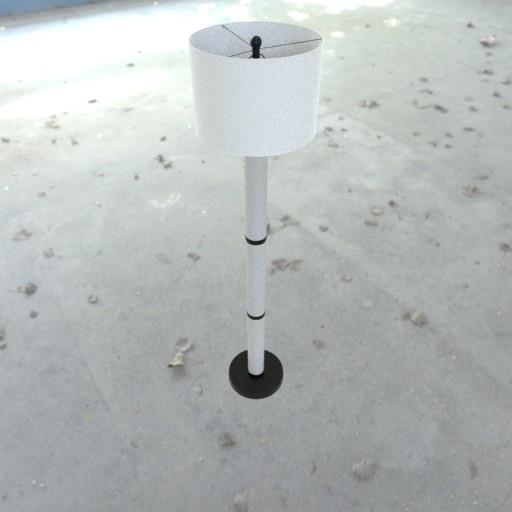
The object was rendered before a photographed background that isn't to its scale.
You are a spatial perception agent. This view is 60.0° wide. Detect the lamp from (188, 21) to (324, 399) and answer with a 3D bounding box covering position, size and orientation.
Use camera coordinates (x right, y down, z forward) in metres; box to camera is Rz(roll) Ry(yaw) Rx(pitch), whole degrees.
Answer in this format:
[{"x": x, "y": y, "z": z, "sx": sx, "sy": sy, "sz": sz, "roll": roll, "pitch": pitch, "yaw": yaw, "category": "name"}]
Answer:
[{"x": 0.000, "y": 0.000, "z": 1.740, "sx": 0.377, "sy": 1.599, "sz": 0.377, "roll": -23, "pitch": 46, "yaw": -25, "category": "lamp"}]
